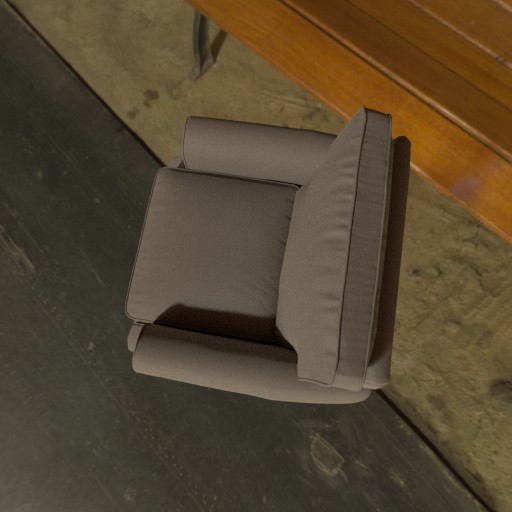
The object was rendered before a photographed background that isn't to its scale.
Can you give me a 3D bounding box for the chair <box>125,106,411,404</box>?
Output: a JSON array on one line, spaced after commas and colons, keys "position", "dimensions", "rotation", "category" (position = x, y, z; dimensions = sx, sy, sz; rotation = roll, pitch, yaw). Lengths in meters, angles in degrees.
[{"position": [0.000, 0.000, 1.735], "dimensions": [0.966, 0.967, 1.029], "rotation": [9, 76, 2], "category": "chair"}]
